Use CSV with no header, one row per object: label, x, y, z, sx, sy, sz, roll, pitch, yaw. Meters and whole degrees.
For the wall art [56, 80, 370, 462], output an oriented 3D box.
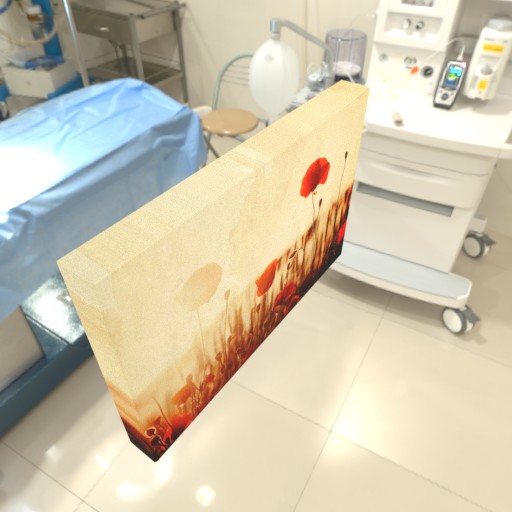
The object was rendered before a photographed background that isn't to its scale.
wall art,0.000,0.000,0.474,0.037,0.251,0.383,26,48,26
